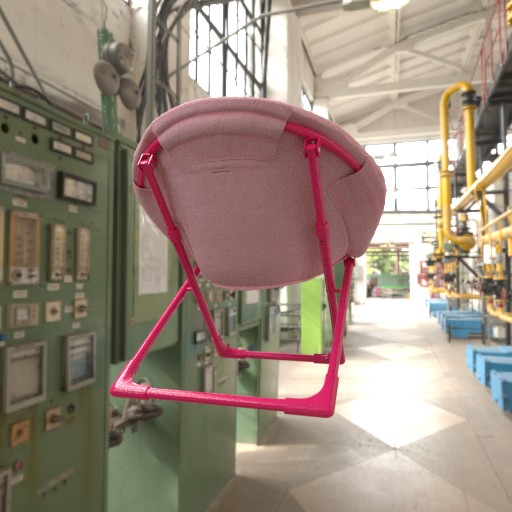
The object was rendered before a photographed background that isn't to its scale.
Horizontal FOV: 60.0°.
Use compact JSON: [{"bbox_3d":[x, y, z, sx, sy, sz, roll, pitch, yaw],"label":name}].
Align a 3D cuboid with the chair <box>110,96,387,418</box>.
[{"bbox_3d":[0.000,0.000,0.915,0.522,0.494,0.459,-1,-3,18],"label":"chair"}]
